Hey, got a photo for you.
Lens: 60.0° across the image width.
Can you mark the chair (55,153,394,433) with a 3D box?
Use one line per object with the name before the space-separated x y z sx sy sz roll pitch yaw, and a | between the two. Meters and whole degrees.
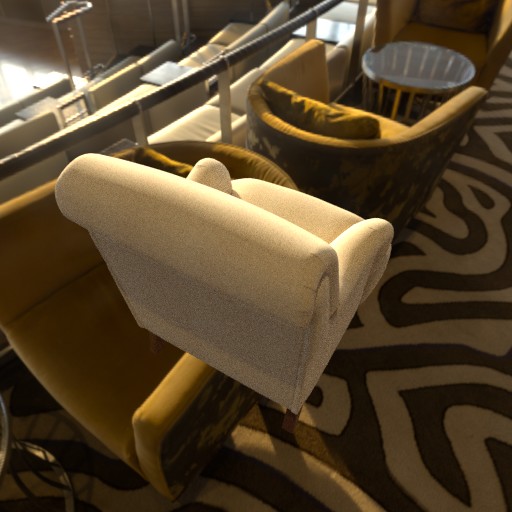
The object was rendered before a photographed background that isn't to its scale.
chair | 0.000 0.000 1.524 0.766 0.944 0.842 23 50 21
